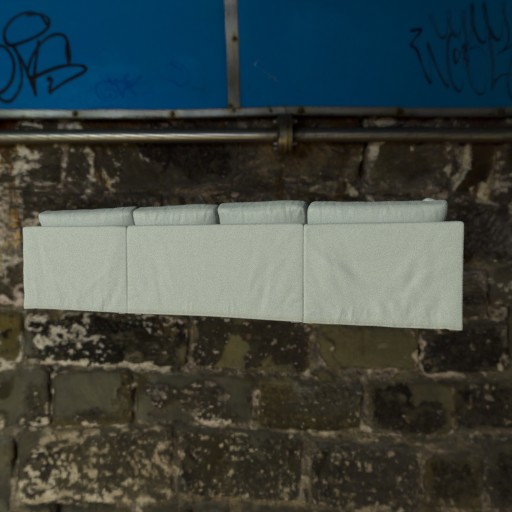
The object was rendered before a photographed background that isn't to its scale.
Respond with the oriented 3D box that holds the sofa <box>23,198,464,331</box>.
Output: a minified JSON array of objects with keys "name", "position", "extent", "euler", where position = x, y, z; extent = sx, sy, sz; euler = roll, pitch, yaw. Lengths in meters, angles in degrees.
[{"name":"sofa","position":[0.000,0.000,4.415],"extent":[3.460,0.882,2.427],"euler":[0,2,17]}]
